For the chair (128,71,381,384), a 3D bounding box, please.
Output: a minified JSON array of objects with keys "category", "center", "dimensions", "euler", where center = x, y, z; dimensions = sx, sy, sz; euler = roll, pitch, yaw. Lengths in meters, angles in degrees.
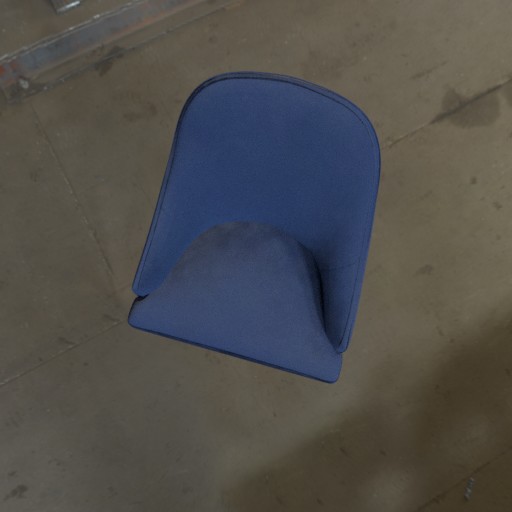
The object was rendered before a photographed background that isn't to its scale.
[{"category":"chair","center":[0.000,0.000,1.283],"dimensions":[0.643,0.889,0.575],"euler":[15,75,4]}]
